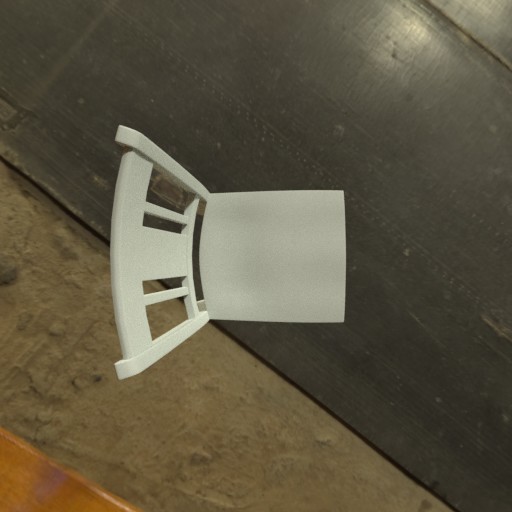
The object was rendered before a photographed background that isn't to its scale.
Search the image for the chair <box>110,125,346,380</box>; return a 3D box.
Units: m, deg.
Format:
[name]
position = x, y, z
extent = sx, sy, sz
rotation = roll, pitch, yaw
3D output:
[chair]
position = 0.000, 0.000, 1.283
extent = 0.555, 0.998, 0.450
rotation = 0, 89, -1
